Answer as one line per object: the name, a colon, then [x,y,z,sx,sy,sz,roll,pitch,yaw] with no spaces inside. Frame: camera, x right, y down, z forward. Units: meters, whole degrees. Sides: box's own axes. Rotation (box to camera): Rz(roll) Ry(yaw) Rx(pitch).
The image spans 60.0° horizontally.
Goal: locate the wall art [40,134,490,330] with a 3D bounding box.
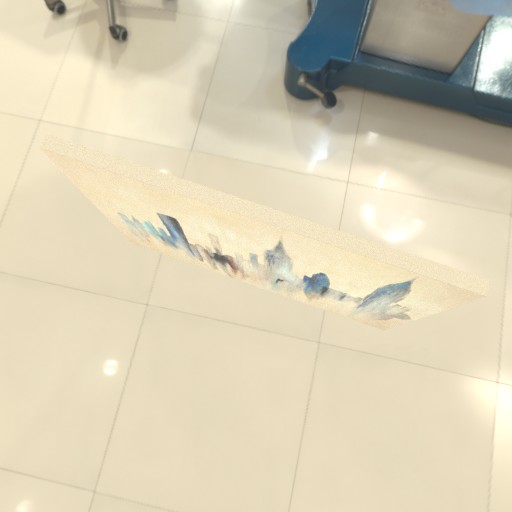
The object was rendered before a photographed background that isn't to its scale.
wall art: [0.000,0.000,1.324,1.016,0.762,0.038,19,76,5]
